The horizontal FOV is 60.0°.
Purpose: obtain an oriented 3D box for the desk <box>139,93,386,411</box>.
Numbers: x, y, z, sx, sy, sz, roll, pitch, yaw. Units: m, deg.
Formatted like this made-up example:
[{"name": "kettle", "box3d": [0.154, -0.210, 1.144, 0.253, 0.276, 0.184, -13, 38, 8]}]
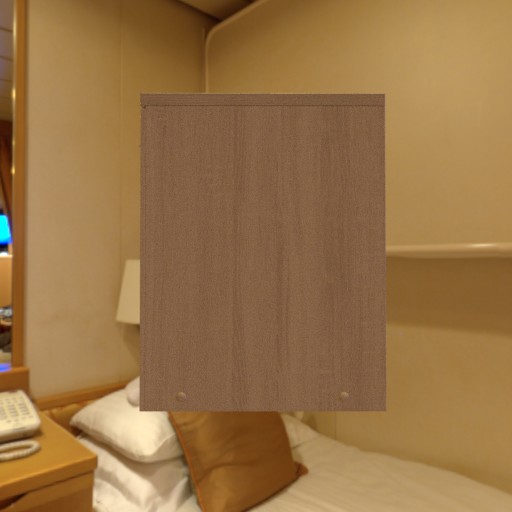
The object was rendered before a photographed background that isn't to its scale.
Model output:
[{"name": "desk", "box3d": [0.000, 0.000, 1.721, 0.600, 0.740, 1.390, 0, -1, 0]}]
